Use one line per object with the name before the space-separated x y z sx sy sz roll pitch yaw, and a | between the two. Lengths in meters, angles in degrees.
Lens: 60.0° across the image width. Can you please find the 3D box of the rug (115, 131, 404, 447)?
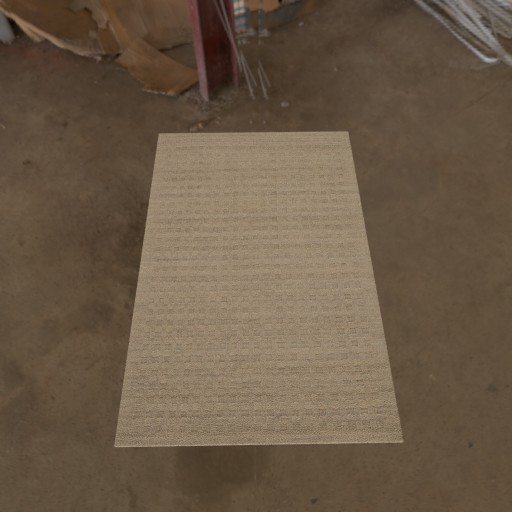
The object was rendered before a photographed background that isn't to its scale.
rug | 0.000 0.000 2.214 1.142 0.006 1.752 -1 58 0
